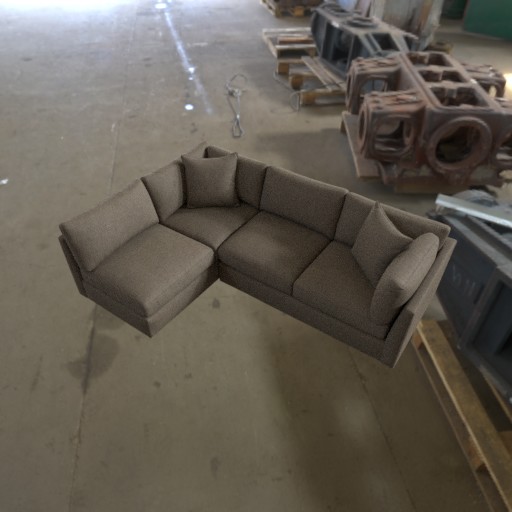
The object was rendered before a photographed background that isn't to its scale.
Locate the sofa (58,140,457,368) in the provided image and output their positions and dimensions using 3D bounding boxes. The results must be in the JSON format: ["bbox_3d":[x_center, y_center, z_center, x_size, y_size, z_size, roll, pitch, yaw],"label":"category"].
[{"bbox_3d":[0.000,0.000,3.997,2.896,0.978,1.994,25,46,26],"label":"sofa"}]
